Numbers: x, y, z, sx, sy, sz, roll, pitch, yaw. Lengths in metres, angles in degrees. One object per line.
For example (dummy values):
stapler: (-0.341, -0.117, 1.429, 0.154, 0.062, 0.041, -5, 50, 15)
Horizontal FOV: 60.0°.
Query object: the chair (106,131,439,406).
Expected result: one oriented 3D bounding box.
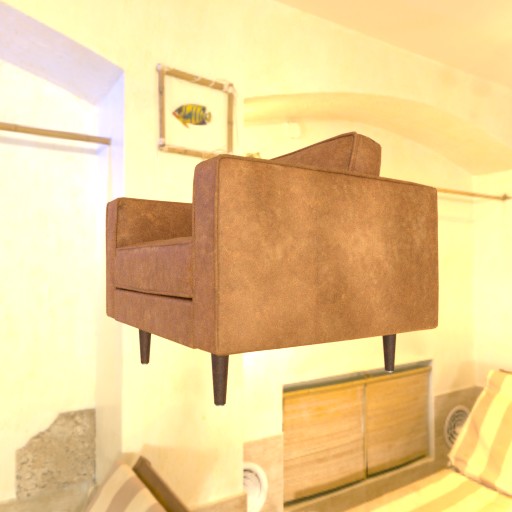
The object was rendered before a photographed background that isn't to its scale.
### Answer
chair: (0.000, 0.000, 1.516, 0.798, 0.767, 0.928, 1, -1, -33)
